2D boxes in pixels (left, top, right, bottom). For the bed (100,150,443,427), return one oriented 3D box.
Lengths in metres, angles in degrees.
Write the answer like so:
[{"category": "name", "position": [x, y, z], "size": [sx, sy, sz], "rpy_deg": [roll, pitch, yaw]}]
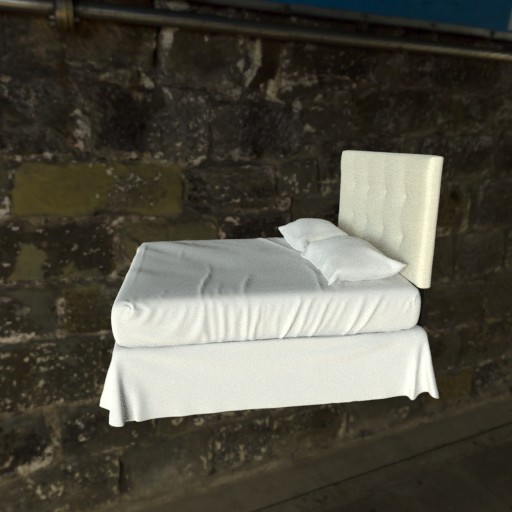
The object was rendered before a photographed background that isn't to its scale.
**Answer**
[{"category": "bed", "position": [0.000, 0.000, 3.474], "size": [2.222, 1.577, 1.936], "rpy_deg": [-2, 15, -8]}]
